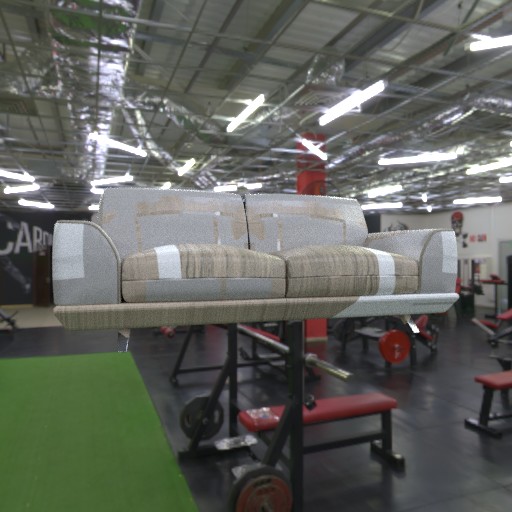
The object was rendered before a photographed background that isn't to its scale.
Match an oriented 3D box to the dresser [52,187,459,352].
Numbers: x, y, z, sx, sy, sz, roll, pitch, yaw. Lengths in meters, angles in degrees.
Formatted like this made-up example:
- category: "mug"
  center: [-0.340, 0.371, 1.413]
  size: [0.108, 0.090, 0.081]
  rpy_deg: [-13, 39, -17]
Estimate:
- category: "dresser"
  center: [0.000, 0.000, 5.822]
  size: [4.679, 1.863, 2.251]
  rpy_deg: [0, 0, -18]
